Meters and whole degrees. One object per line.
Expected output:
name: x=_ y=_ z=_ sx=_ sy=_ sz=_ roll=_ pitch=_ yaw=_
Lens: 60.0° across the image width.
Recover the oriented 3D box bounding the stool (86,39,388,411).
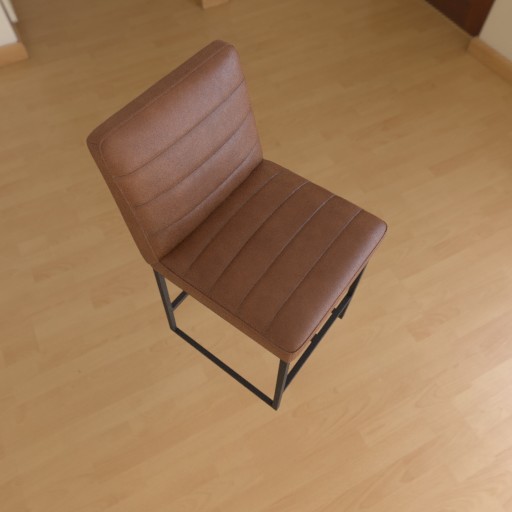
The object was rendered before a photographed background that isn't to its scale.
stool: x=0.000 y=0.000 z=1.268 sx=0.556 sy=0.940 sz=0.458 roll=33 pitch=64 yaw=18
